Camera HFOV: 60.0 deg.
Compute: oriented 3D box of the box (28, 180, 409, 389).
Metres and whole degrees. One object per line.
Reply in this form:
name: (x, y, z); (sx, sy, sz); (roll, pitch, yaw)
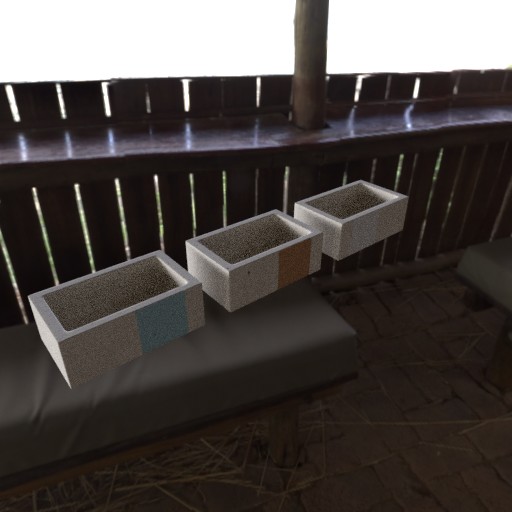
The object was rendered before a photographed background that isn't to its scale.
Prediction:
box: (0.000, 0.000, 0.508); (0.461, 0.051, 0.082); (-22, 37, -33)
